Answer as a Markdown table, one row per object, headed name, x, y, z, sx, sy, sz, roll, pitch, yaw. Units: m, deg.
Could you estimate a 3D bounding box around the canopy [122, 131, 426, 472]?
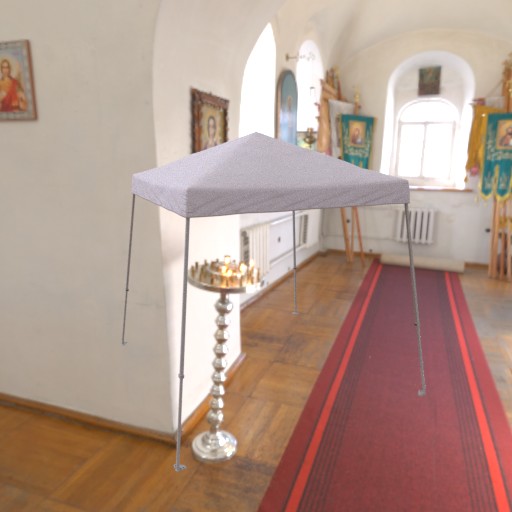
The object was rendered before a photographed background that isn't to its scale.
| name | x | y | z | sx | sy | sz | roll | pitch | yaw |
| --- | --- | --- | --- | --- | --- | --- | --- | --- | --- |
| canopy | 0.000 | 0.000 | 5.266 | 2.850 | 2.850 | 2.849 | -6 | 15 | -25 |
